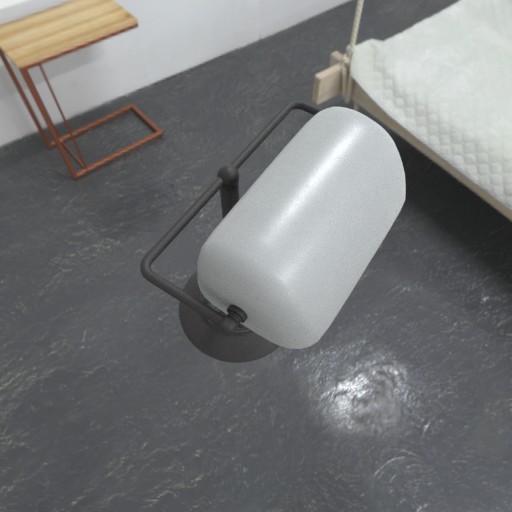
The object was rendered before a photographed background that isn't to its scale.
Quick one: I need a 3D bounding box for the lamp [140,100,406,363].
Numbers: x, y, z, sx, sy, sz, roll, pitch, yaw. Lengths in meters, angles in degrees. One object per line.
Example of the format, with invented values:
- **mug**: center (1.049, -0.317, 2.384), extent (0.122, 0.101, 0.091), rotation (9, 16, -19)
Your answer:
- **lamp**: center (0.000, 0.000, 0.516), extent (0.243, 0.339, 0.264), rotation (29, 63, 17)
